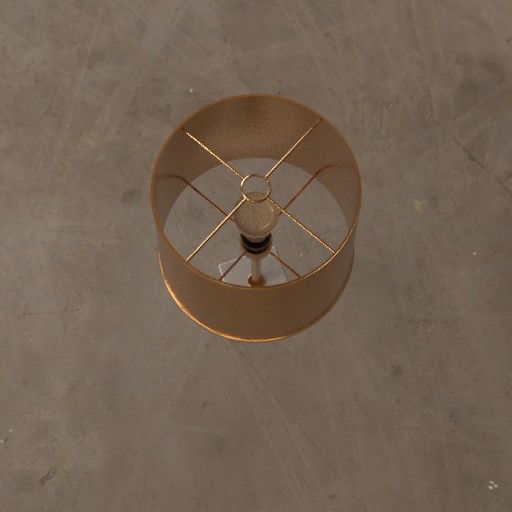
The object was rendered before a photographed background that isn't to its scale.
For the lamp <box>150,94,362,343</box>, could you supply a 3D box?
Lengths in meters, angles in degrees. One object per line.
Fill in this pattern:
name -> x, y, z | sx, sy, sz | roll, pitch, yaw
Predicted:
lamp -> 0.000, 0.000, 0.523 | 0.208, 0.406, 0.208 | 0, 75, 0
